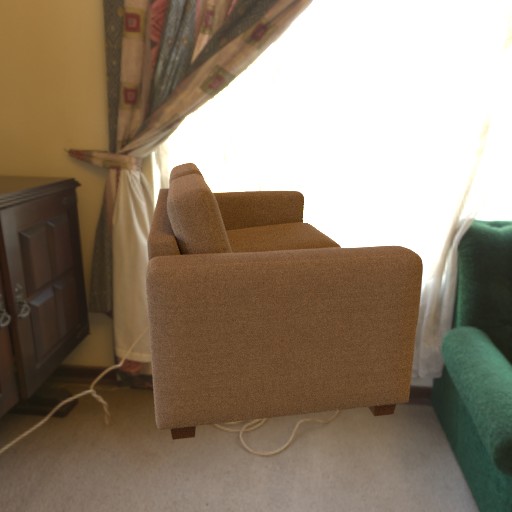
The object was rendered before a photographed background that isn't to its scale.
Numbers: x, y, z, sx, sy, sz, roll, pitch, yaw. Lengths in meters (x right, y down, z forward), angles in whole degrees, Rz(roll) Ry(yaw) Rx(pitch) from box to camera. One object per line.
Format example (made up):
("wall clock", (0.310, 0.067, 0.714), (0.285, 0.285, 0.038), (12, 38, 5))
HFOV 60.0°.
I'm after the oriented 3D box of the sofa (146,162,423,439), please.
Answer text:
("sofa", (0.000, 0.000, 2.070), (0.900, 0.800, 1.520), (-3, 17, -10))
